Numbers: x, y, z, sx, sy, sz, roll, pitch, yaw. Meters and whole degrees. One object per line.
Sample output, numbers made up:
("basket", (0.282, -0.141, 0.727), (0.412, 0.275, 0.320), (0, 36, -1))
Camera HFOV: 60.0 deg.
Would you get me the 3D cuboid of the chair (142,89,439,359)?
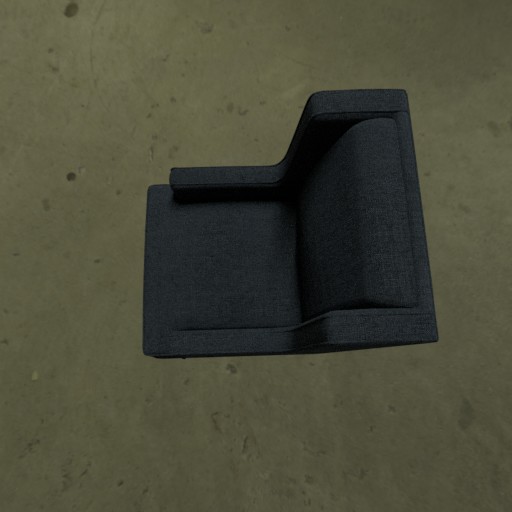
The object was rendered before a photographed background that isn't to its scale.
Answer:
("chair", (0.000, 0.000, 1.752), (0.947, 1.072, 0.764), (-2, 76, 0))
